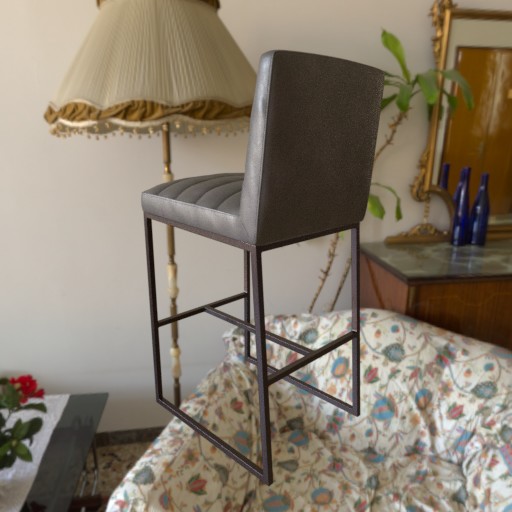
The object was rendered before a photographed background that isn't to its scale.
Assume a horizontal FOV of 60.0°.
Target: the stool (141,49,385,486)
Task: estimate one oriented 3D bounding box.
[{"bbox_3d":[0.000,0.000,1.353,0.463,1.065,0.562,-15,21,-43],"label":"stool"}]
